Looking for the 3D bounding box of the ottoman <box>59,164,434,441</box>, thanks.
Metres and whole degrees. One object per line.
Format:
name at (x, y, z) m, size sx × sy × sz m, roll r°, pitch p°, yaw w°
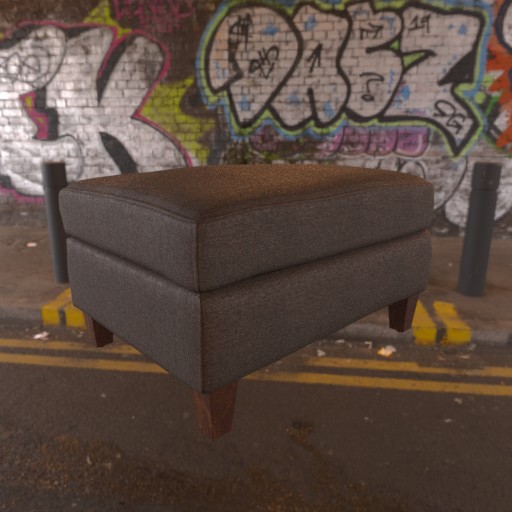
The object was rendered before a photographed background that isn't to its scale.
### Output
ottoman at (0.000, 0.000, 1.213) m, size 0.826 × 0.496 × 0.639 m, roll -14°, pitch 21°, yaw -41°
